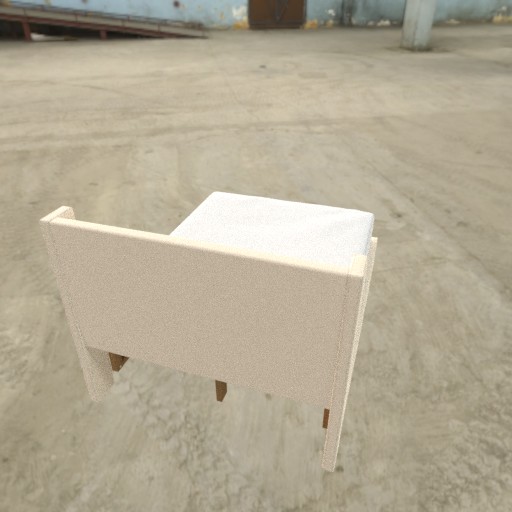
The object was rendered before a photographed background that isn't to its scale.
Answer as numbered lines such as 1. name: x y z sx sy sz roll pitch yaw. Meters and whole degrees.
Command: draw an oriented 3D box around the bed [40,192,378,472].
1. bed: 0.000 0.000 3.499 1.765 1.471 2.280 10 33 16
